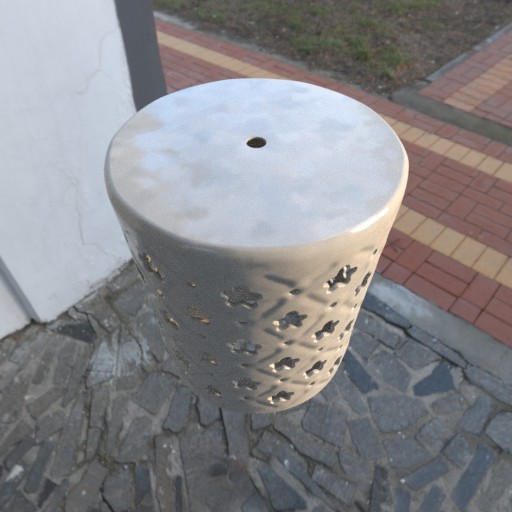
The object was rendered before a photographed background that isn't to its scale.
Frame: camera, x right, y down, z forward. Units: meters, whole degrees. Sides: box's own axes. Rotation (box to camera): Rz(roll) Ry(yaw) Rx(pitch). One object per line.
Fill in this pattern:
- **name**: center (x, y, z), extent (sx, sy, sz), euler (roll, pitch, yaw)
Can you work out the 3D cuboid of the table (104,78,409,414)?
- **table**: center (0.000, 0.000, 0.654), extent (0.352, 0.387, 0.352), euler (0, 47, 0)
